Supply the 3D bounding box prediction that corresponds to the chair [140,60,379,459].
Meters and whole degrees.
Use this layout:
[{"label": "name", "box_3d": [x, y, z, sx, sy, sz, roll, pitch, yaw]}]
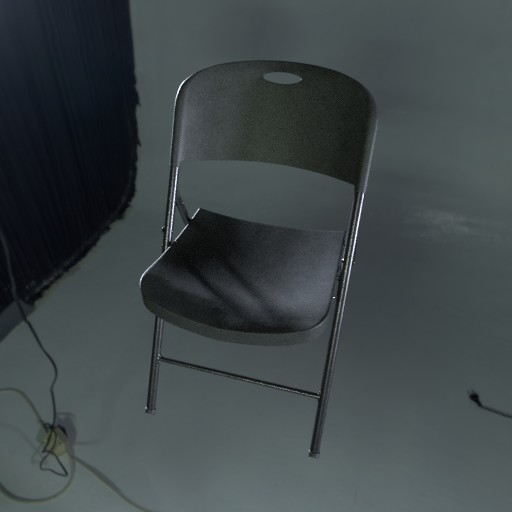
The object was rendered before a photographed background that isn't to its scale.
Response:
[{"label": "chair", "box_3d": [0.000, 0.000, 1.142, 0.494, 0.810, 0.566, 10, 40, 12]}]
